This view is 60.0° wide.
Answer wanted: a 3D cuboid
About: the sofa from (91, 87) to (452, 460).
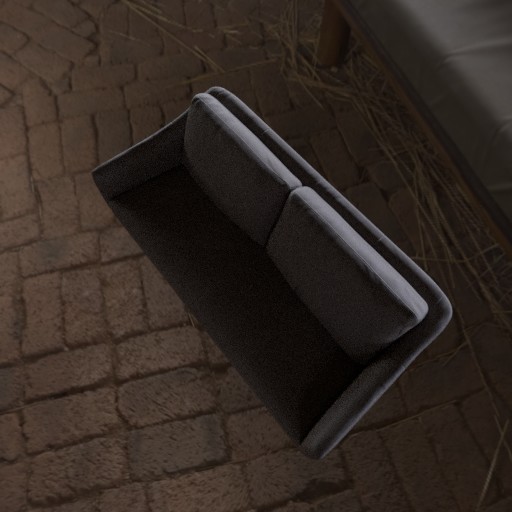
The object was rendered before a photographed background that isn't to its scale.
[{"bbox_3d":[0.000,0.000,2.562,0.960,0.902,2.036,-36,69,-16],"label":"sofa"}]
